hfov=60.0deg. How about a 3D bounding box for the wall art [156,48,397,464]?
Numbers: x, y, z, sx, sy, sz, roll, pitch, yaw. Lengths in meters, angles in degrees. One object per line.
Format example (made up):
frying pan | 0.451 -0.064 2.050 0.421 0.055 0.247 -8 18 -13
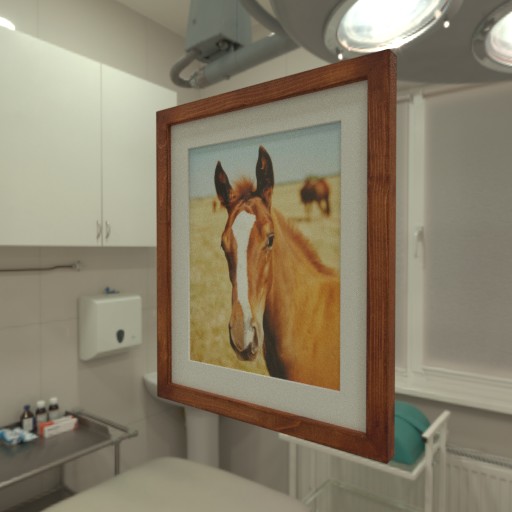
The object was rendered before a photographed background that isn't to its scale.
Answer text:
wall art | 0.000 0.000 0.742 0.462 0.558 0.030 1 1 36
